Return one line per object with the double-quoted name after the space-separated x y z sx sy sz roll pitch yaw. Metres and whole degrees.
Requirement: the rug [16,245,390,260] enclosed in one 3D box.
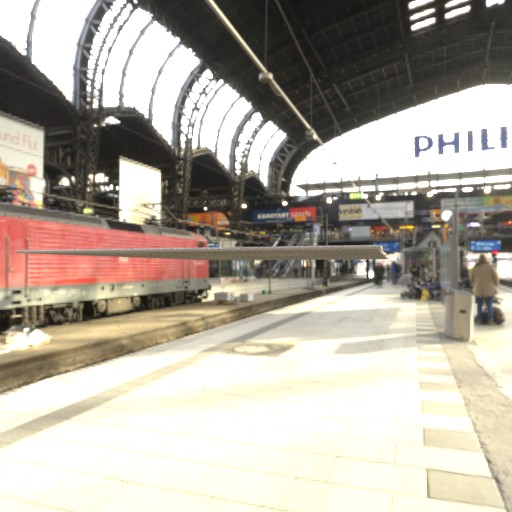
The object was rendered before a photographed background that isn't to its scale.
0.000 0.000 2.832 1.608 0.014 2.213 0 -1 17 "rug"
